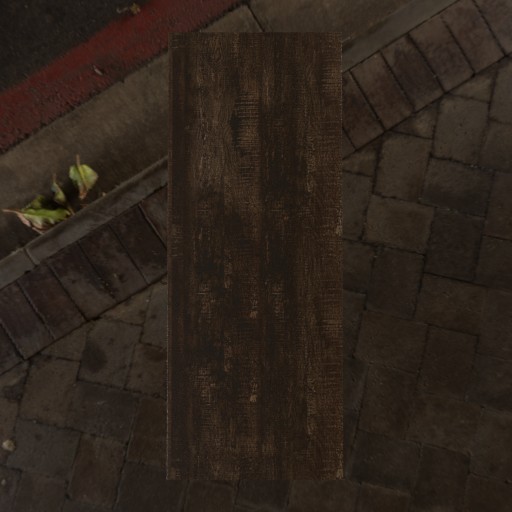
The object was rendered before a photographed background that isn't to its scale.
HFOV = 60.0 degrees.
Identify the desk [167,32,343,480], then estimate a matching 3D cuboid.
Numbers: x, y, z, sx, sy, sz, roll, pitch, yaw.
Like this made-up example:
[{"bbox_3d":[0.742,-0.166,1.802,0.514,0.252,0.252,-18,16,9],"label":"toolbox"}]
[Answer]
[{"bbox_3d":[0.000,0.000,1.890,0.599,0.762,1.524,0,89,0],"label":"desk"}]
